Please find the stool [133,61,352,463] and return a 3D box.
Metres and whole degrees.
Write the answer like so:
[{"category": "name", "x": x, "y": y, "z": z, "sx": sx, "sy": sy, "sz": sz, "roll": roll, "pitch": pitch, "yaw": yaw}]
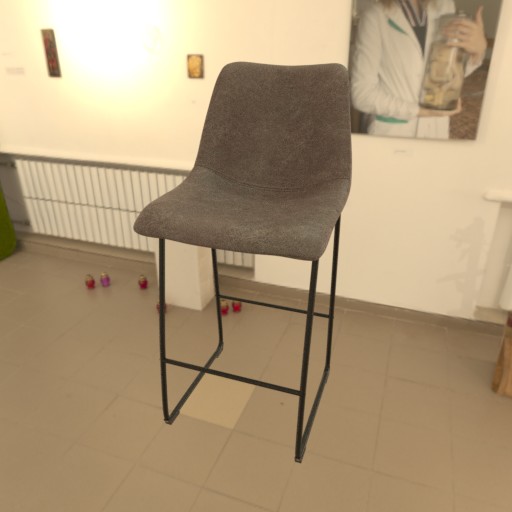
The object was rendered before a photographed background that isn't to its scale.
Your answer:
[{"category": "stool", "x": 0.000, "y": 0.000, "z": 1.367, "sx": 0.514, "sy": 1.082, "sz": 0.561, "roll": 9, "pitch": 27, "yaw": 18}]
